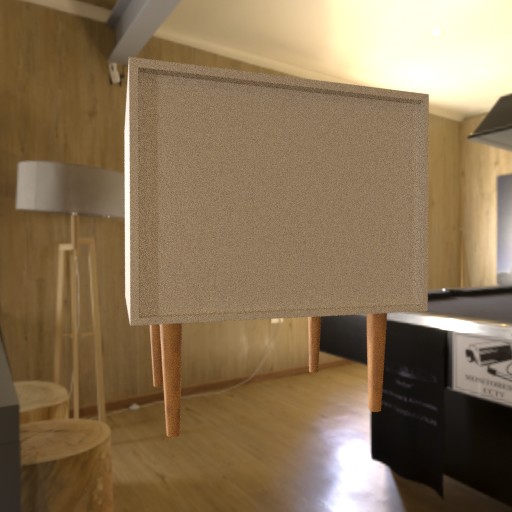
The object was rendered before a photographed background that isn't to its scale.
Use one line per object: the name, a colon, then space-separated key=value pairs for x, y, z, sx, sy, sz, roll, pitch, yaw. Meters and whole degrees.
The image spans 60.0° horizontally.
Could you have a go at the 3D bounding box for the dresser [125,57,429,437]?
dresser: x=0.000 y=0.000 z=0.899 sx=0.503 sy=0.568 sz=0.414 roll=0 pitch=1 yaw=-17
